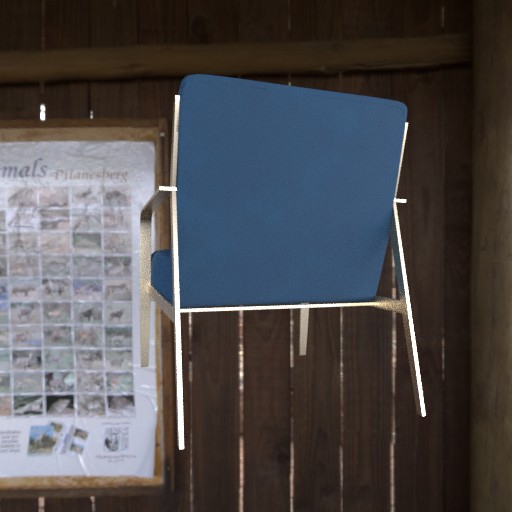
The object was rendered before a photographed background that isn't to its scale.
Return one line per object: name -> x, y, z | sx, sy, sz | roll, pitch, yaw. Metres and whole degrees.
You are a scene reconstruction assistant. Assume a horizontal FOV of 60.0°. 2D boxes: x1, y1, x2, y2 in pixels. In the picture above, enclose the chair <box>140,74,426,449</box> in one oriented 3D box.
chair -> 0.000, 0.000, 1.445 | 0.692, 0.831, 0.859 | 0, -1, -19
